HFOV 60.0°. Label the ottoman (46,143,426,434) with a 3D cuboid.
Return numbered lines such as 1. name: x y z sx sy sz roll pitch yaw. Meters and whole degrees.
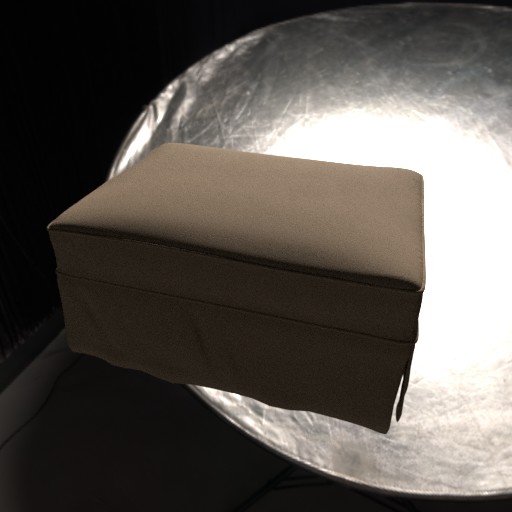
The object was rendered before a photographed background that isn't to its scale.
1. ottoman: 0.000 0.000 1.326 0.959 0.482 0.721 10 34 14
